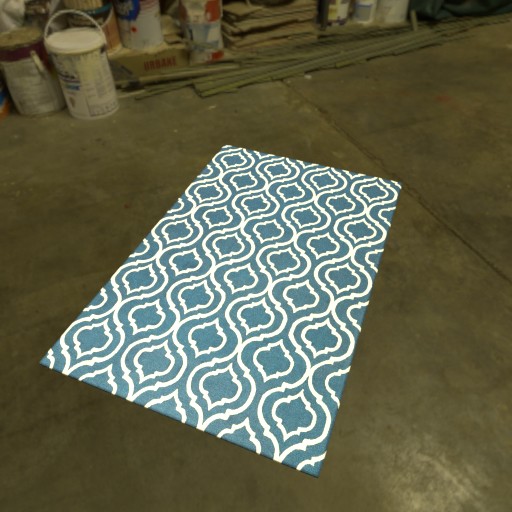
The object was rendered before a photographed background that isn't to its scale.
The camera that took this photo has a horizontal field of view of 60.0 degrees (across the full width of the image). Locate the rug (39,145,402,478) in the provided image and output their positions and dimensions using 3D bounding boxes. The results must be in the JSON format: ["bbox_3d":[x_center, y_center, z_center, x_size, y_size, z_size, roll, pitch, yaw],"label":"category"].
[{"bbox_3d":[0.000,0.000,2.169,1.143,0.010,1.753,16,47,15],"label":"rug"}]
